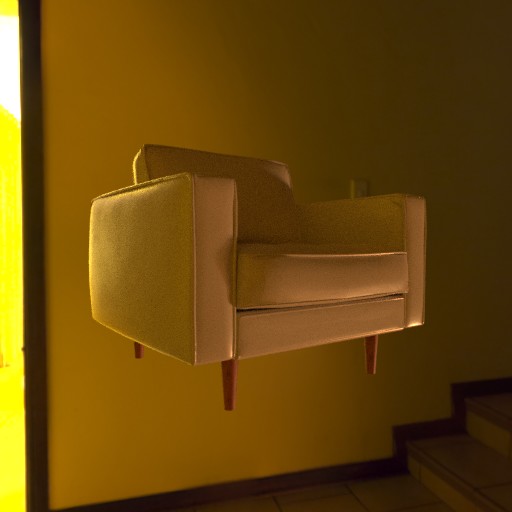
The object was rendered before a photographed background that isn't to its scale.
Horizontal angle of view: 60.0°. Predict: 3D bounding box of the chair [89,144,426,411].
[{"bbox_3d":[0.000,0.000,1.521,0.928,0.773,0.843,-1,2,-36],"label":"chair"}]
